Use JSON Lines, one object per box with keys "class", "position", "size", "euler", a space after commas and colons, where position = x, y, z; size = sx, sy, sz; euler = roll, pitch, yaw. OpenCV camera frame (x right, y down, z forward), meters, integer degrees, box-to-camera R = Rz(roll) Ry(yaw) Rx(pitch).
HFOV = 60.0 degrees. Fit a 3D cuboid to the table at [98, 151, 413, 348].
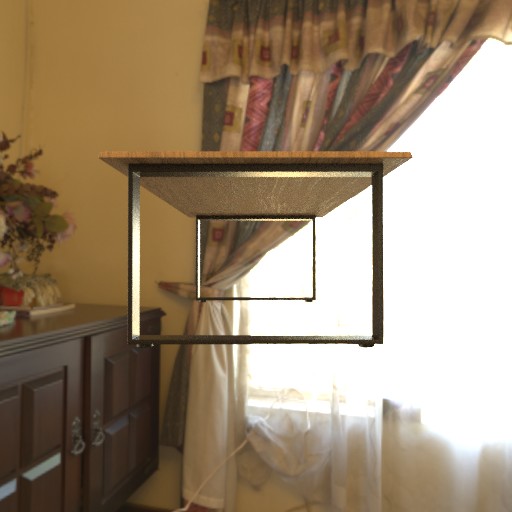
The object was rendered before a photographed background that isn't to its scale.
{"class": "table", "position": [0.000, 0.000, 1.635], "size": [0.693, 0.445, 1.331], "euler": [0, -1, 0]}
